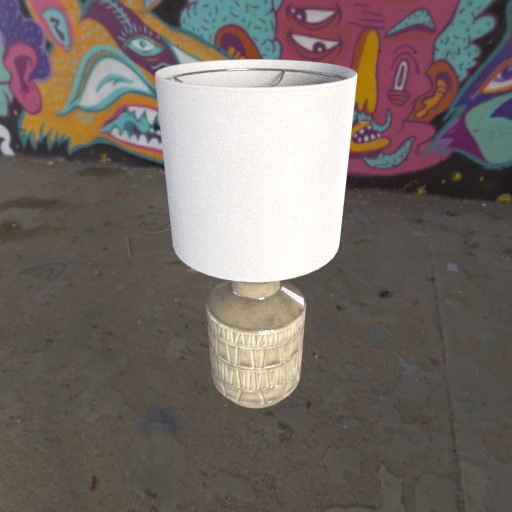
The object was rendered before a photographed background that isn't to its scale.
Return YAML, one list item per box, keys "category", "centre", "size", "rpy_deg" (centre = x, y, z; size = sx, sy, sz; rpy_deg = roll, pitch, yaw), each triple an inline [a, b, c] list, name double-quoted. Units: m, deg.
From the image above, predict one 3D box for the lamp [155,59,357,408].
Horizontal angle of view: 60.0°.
- category: "lamp"
  centre: [0.000, 0.000, 0.585]
  size: [0.211, 0.455, 0.211]
  rpy_deg: [19, 35, 30]
